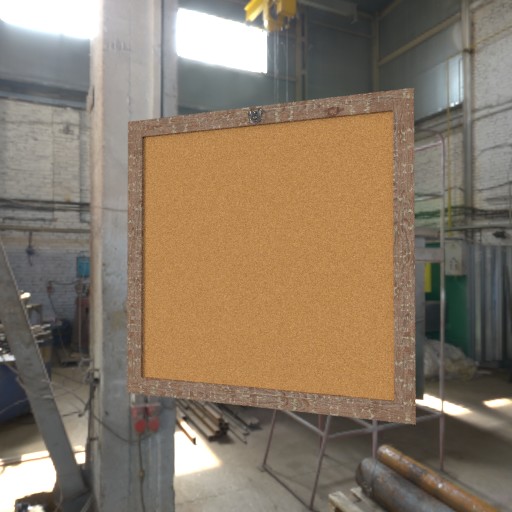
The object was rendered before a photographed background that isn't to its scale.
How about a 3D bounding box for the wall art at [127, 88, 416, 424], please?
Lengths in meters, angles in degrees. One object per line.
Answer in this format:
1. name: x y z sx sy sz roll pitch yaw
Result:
1. wall art: 0.000 0.000 0.563 0.380 0.380 0.022 0 -1 19
